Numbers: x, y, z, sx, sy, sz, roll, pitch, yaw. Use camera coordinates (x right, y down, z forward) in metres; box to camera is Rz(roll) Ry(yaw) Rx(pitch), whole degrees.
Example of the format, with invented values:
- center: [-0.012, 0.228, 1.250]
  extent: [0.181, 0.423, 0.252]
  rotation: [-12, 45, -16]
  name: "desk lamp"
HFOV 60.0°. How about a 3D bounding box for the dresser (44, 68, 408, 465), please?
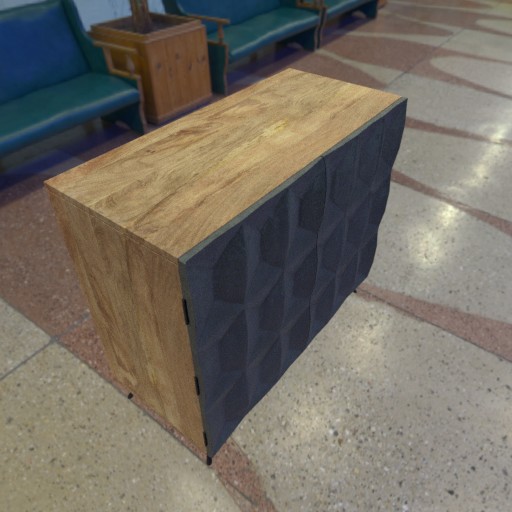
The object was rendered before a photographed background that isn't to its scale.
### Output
- center: [0.000, 0.000, 1.437]
  extent: [0.446, 0.847, 0.967]
  rotation: [27, 48, 28]
  name: "dresser"
